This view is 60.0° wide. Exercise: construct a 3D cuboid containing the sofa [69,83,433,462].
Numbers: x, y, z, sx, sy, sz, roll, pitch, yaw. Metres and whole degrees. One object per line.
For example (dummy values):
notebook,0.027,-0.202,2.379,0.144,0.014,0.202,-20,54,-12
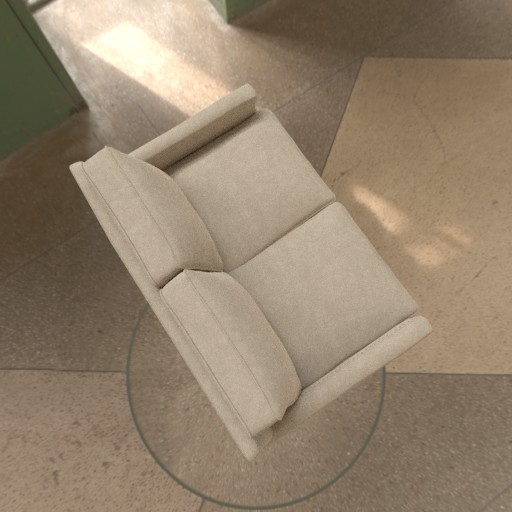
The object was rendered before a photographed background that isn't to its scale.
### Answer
sofa,0.000,0.000,2.278,1.084,1.002,1.597,-33,78,-8
